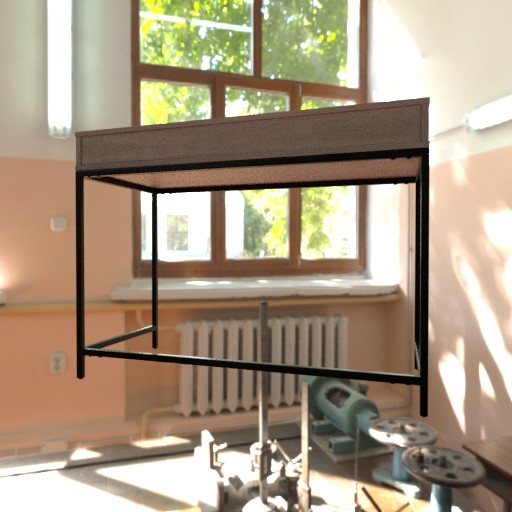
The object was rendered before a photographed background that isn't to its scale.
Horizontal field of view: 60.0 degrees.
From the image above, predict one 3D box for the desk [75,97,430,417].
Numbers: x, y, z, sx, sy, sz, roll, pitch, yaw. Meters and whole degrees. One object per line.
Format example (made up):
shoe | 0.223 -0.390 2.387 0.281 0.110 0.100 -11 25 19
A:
desk | 0.000 0.000 1.431 1.016 0.762 0.470 0 1 18
